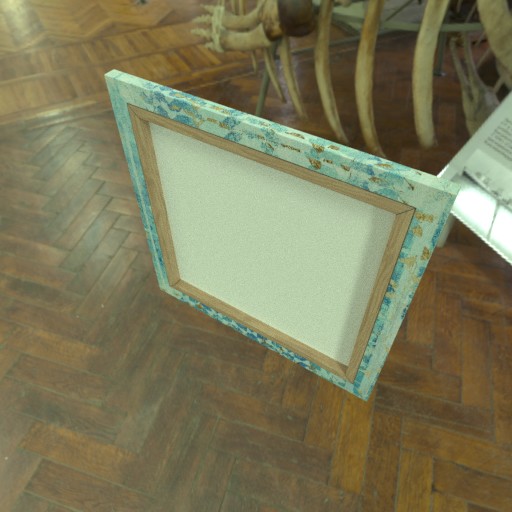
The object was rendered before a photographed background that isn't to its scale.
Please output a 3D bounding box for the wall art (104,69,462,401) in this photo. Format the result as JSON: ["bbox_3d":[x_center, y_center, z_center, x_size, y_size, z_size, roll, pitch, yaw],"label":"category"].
[{"bbox_3d":[0.000,0.000,1.349,0.916,0.916,0.040,25,53,21],"label":"wall art"}]
